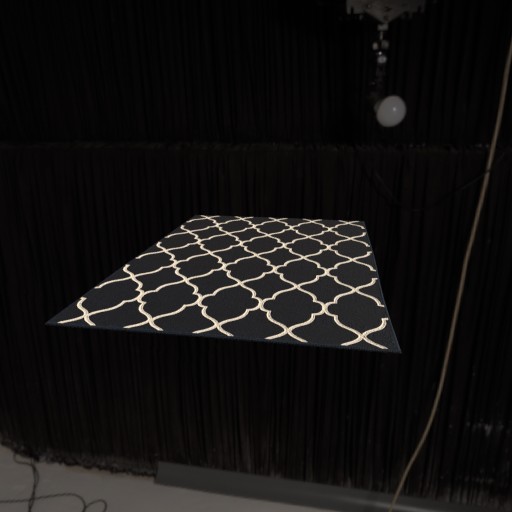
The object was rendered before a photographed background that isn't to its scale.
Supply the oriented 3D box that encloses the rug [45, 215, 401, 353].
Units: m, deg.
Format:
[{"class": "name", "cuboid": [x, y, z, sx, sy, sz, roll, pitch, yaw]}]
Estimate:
[{"class": "rug", "cuboid": [0.000, 0.000, 2.910, 1.528, 0.014, 2.294, 3, 18, 9]}]
